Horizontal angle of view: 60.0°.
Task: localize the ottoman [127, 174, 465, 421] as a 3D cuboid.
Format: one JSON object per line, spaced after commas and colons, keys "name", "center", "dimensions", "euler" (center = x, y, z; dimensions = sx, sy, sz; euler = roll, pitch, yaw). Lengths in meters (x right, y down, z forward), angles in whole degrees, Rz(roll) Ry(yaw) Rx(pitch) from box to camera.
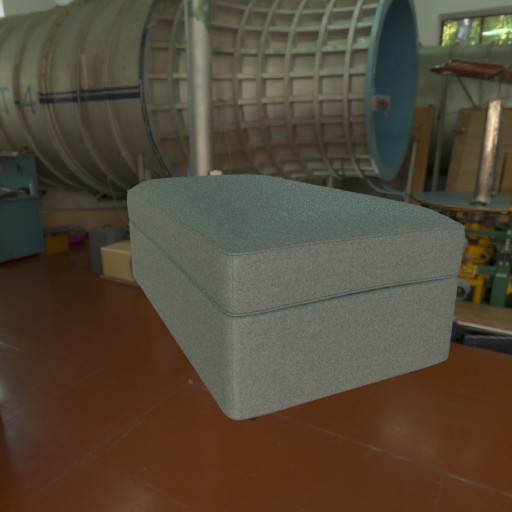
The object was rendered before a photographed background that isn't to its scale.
{"name": "ottoman", "center": [0.000, 0.000, 1.557], "dimensions": [0.681, 0.494, 1.173], "euler": [-7, 17, -24]}
